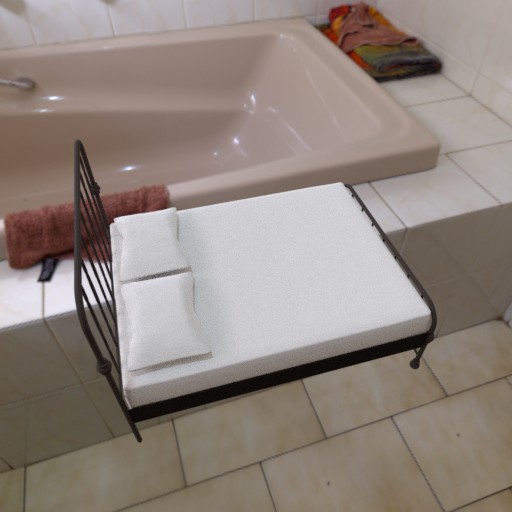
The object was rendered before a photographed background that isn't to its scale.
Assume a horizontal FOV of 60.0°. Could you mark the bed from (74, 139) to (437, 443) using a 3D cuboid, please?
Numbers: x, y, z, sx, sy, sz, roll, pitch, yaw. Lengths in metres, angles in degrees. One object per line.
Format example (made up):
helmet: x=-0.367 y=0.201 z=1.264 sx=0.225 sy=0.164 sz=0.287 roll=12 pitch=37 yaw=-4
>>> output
bed: x=0.000 y=0.000 z=3.159 sx=2.134 sy=1.446 sz=1.616 roll=-12 pitch=47 yaw=-11
